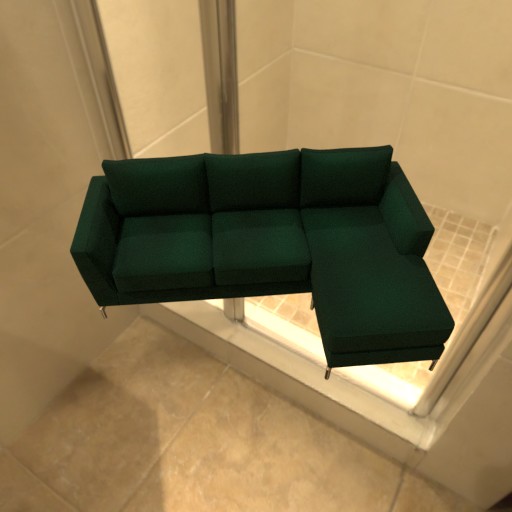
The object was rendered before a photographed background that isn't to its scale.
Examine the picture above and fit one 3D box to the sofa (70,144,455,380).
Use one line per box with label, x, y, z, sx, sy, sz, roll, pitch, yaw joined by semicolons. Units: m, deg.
sofa;0.000;0.000;3.167;2.441;1.007;1.489;-4;46;-3
